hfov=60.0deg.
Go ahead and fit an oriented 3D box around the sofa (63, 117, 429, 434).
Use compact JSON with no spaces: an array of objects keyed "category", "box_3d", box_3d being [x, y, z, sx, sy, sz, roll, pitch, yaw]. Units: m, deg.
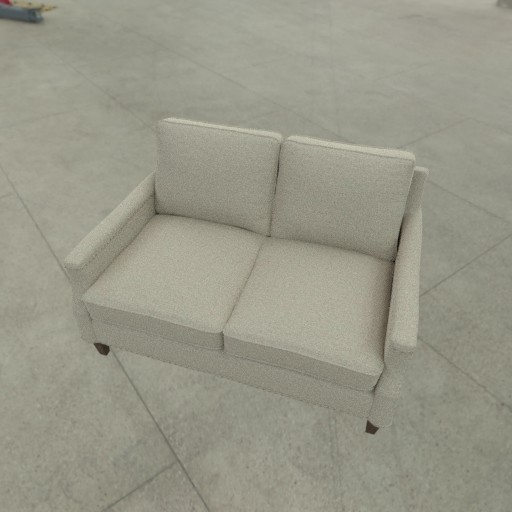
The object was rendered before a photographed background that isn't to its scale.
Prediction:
[{"category":"sofa","box_3d":[0.000,0.000,2.274,1.597,1.003,1.084,12,42,14]}]
